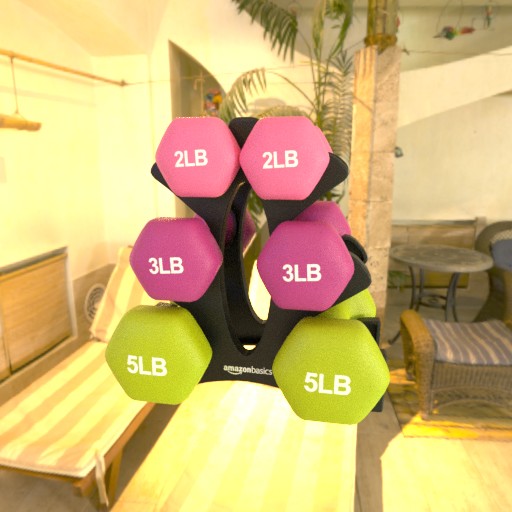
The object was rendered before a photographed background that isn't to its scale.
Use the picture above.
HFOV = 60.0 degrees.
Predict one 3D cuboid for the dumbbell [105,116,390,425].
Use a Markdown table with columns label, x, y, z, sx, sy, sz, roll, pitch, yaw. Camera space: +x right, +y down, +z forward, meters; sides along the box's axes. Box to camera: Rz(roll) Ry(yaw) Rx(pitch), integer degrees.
| label | x | y | z | sx | sy | sz | roll | pitch | yaw |
| --- | --- | --- | --- | --- | --- | --- | --- | --- | --- |
| dumbbell | 0.000 | 0.000 | 0.445 | 0.257 | 0.261 | 0.203 | 3 | 14 | 11 |
